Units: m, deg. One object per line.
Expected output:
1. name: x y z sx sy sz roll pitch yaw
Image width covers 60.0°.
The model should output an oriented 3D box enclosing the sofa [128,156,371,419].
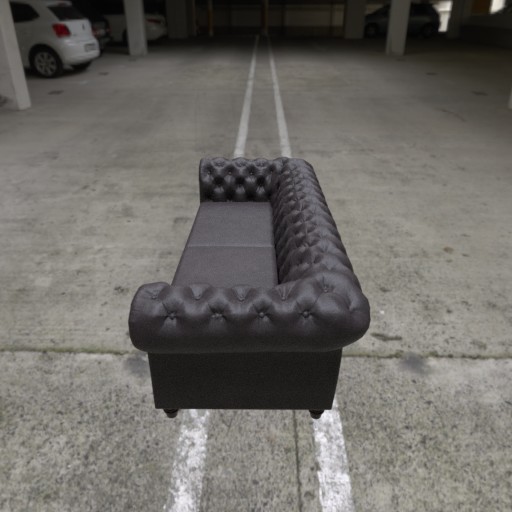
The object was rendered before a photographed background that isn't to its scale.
1. sofa: 0.000 0.000 2.822 0.944 0.783 2.385 0 26 0
